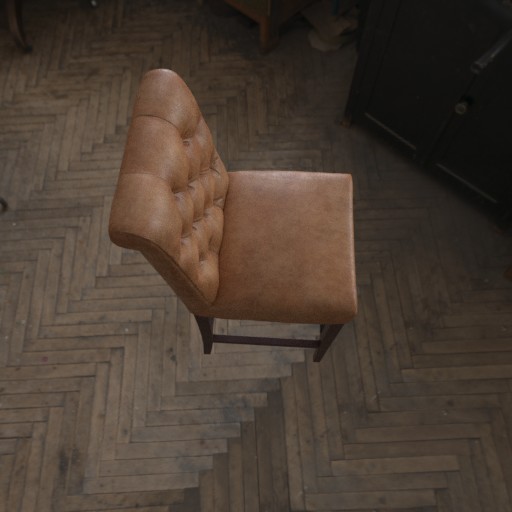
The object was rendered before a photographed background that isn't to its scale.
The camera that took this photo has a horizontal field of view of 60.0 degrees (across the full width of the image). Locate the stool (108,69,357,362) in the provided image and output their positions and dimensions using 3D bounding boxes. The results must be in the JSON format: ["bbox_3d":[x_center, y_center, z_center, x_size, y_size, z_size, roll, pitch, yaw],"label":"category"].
[{"bbox_3d":[0.000,0.000,1.480,0.601,1.140,0.493,3,66,1],"label":"stool"}]
